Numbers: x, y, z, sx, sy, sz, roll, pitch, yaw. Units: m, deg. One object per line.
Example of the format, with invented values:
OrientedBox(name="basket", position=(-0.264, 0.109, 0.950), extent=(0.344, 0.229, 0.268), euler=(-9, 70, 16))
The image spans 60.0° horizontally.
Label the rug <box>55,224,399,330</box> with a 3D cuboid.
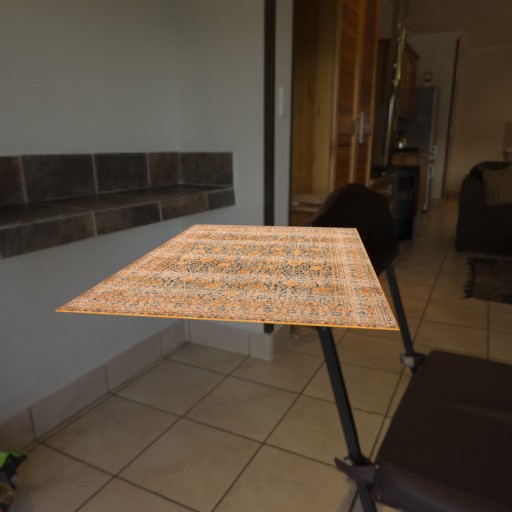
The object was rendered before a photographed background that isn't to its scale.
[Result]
OrientedBox(name="rug", position=(0.000, 0.000, 3.050), extent=(1.525, 0.007, 2.336), euler=(2, 14, 8))
